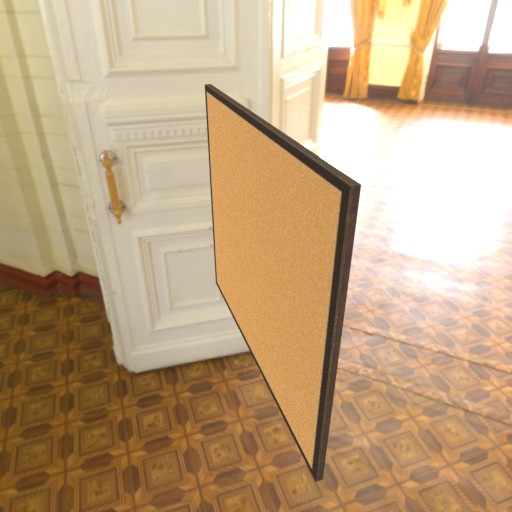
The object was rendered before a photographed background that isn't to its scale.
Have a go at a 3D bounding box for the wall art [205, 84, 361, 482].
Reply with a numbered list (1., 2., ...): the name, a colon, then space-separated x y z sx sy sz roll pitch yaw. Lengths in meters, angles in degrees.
1. wall art: 0.000 0.000 1.423 0.023 0.875 1.033 -11 33 -17
